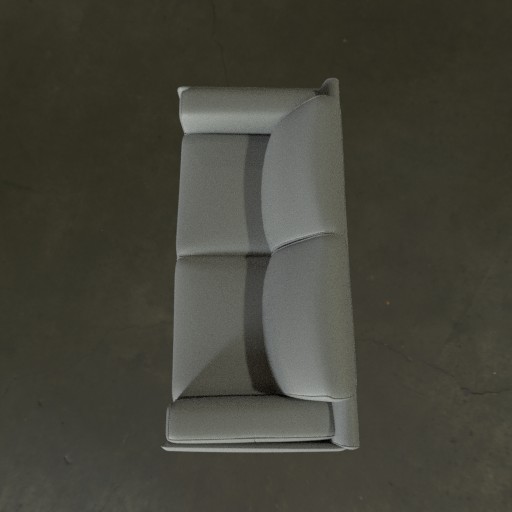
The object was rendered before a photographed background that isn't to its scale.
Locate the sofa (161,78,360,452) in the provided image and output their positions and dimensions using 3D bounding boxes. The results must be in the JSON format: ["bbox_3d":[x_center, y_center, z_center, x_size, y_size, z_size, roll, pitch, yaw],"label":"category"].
[{"bbox_3d":[0.000,0.000,2.580,0.969,0.900,2.100,0,76,0],"label":"sofa"}]
